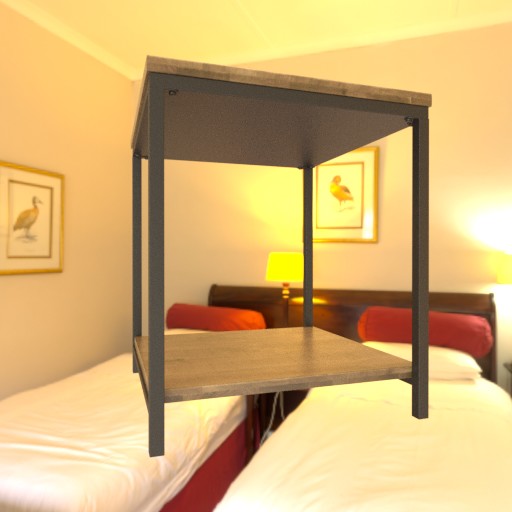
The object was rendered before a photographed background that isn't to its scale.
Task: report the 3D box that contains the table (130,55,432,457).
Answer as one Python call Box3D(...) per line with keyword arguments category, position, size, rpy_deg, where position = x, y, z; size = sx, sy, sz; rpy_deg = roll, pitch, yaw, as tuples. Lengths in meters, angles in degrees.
Box3D(category="table", position=(0.000, 0.000, 0.965), size=(0.503, 0.589, 0.507), rpy_deg=(0, 0, -18))
